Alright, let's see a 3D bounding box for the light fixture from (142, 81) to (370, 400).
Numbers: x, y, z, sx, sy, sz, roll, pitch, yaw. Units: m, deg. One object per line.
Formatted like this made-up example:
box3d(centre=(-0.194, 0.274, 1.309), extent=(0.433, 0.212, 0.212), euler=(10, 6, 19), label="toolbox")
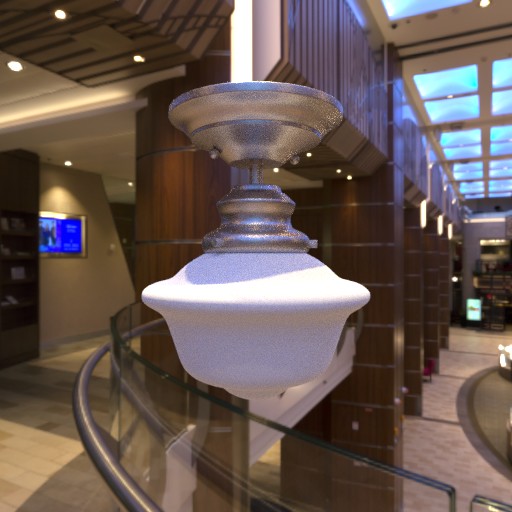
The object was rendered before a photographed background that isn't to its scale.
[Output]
box3d(centre=(0.000, 0.000, 0.397), extent=(0.199, 0.254, 0.199), euler=(0, 0, 0), label="light fixture")
